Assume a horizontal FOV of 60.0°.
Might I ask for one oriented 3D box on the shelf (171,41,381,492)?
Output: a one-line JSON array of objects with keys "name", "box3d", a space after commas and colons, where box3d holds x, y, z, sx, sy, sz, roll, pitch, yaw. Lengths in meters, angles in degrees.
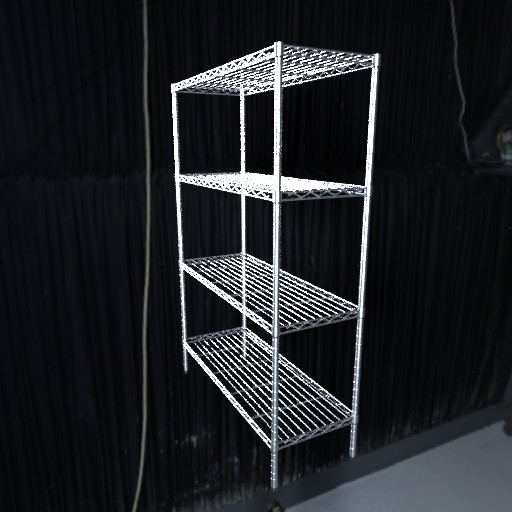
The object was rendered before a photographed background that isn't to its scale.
[{"name": "shelf", "box3d": [0.000, 0.000, 1.752, 0.352, 1.360, 0.907, -7, 16, -27]}]
